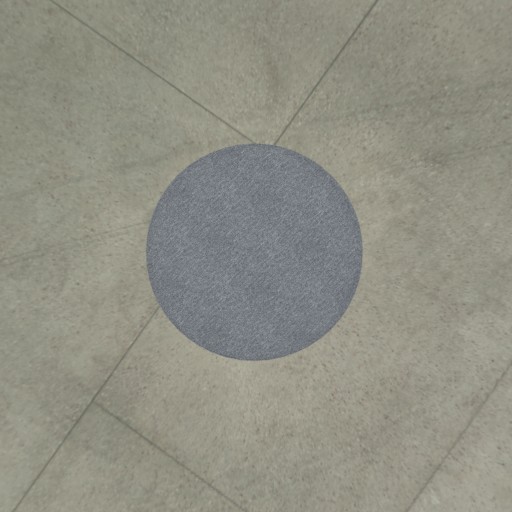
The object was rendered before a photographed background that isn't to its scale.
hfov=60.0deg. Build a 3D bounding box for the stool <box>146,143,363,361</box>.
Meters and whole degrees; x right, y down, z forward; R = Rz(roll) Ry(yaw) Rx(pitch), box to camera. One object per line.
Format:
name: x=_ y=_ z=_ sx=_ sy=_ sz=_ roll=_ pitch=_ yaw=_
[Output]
stool: x=0.000 y=0.000 z=1.003 sx=0.410 sy=0.770 sz=0.410 roll=0 pitch=89 yaw=0
